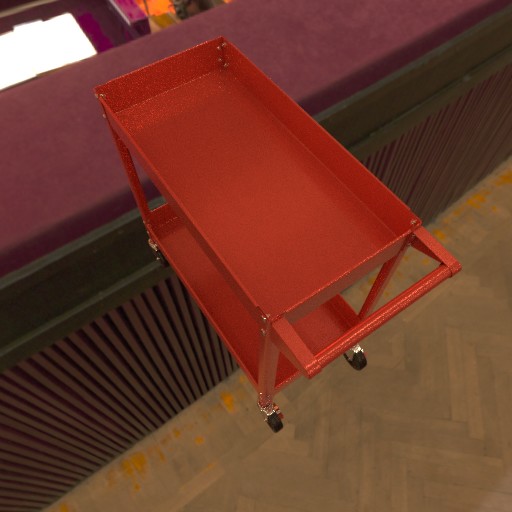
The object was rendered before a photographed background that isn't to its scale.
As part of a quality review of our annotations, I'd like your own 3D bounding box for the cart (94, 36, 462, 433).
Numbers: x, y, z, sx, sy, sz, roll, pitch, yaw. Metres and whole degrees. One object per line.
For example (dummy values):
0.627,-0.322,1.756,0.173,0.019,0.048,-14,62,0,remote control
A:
0.000,0.000,1.168,0.366,0.719,0.779,-31,64,-17,cart
